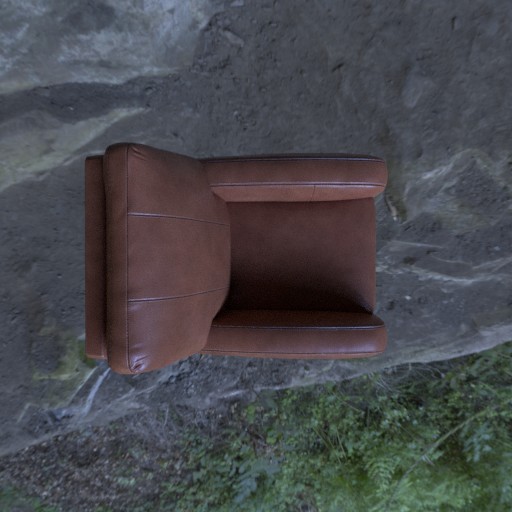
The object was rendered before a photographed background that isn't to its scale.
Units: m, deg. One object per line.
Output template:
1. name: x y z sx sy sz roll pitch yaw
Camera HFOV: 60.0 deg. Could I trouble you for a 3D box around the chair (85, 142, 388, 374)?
1. chair: 0.000 0.000 1.687 0.990 0.990 0.762 0 91 1
